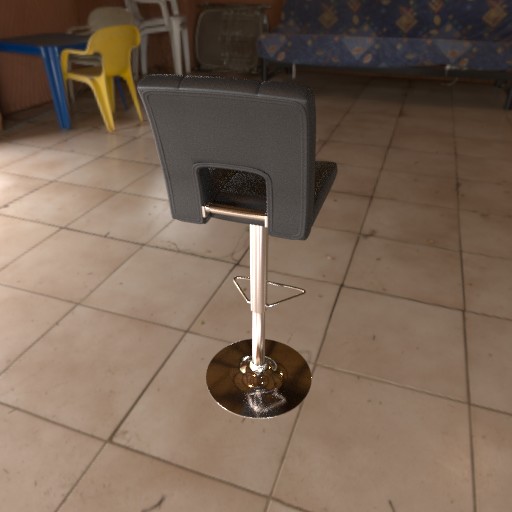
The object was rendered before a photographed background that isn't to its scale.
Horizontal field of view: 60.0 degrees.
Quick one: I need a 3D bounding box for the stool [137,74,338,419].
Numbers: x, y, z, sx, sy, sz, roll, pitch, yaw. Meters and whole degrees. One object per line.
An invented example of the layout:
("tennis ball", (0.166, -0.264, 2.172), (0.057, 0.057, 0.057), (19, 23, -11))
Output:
("stool", (0.000, 0.000, 1.413), (0.415, 1.151, 0.520), (10, 34, 16))
